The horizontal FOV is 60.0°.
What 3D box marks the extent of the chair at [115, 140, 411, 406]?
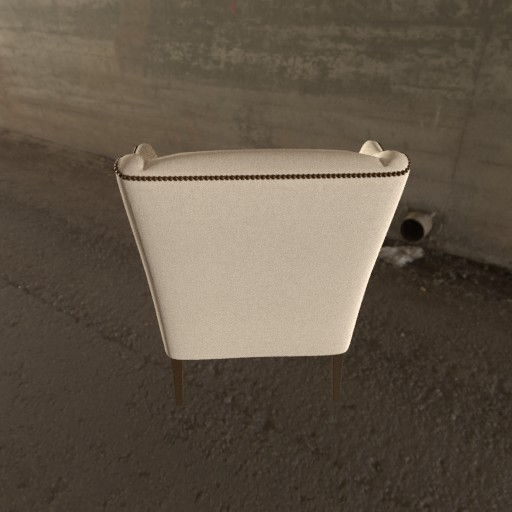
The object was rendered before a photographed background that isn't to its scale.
[{"bbox_3d":[0.000,0.000,1.622,0.737,1.029,0.940,-1,30,-2],"label":"chair"}]
